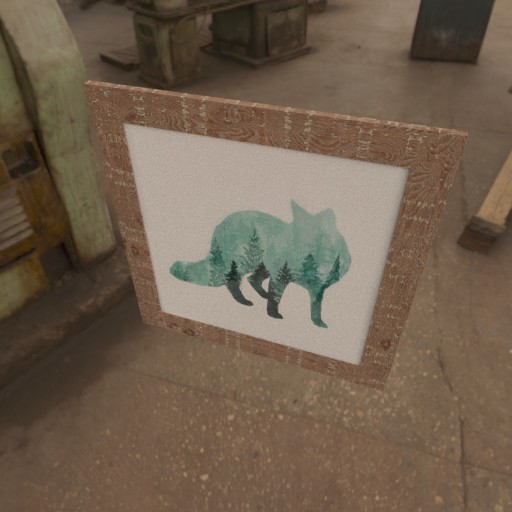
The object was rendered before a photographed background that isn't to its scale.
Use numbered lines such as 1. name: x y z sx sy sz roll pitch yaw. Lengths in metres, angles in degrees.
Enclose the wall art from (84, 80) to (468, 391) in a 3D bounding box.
1. wall art: 0.000 0.000 0.552 0.384 0.384 0.012 13 42 14
